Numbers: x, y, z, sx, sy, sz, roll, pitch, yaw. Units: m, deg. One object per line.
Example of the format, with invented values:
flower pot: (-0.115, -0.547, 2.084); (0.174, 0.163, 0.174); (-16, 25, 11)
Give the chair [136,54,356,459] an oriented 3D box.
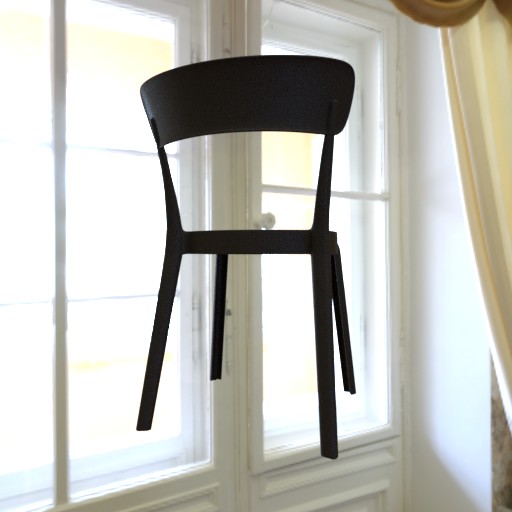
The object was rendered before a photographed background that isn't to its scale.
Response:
chair: (0.000, 0.000, 1.109); (0.506, 0.790, 0.491); (0, 1, 18)
